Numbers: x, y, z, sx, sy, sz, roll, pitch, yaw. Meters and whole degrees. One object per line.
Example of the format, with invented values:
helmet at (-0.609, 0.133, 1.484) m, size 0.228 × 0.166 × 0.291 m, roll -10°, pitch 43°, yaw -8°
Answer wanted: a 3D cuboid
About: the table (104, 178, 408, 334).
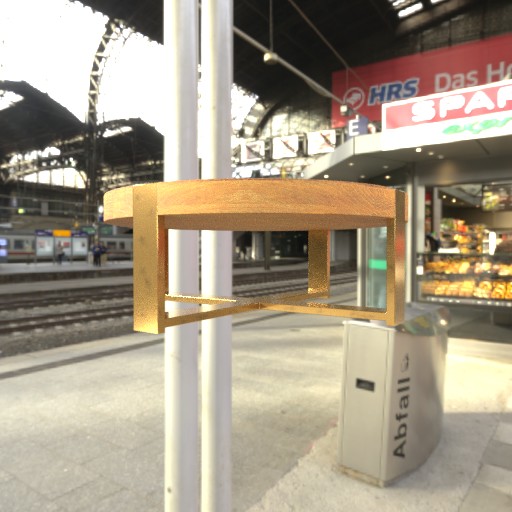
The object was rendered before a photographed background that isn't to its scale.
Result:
table at (0.000, 0.000, 1.703) m, size 1.100 × 0.420 × 1.100 m, roll 0°, pitch 1°, yaw 0°
